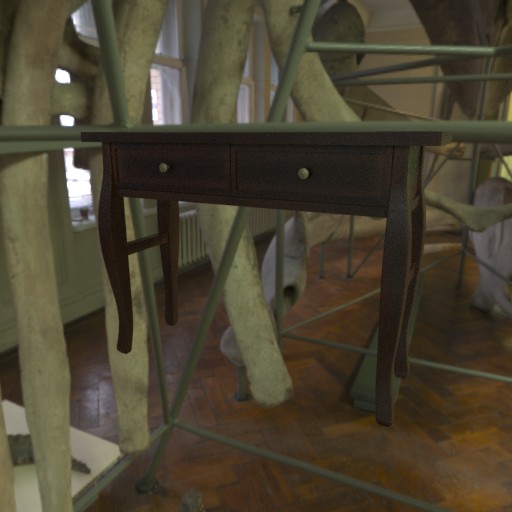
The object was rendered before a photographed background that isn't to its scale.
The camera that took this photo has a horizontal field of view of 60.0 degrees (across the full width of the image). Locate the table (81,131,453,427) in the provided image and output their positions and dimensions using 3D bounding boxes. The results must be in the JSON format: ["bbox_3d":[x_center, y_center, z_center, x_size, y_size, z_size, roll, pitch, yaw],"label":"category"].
[{"bbox_3d":[0.000,0.000,1.425,1.062,0.768,0.373,8,17,25],"label":"table"}]
